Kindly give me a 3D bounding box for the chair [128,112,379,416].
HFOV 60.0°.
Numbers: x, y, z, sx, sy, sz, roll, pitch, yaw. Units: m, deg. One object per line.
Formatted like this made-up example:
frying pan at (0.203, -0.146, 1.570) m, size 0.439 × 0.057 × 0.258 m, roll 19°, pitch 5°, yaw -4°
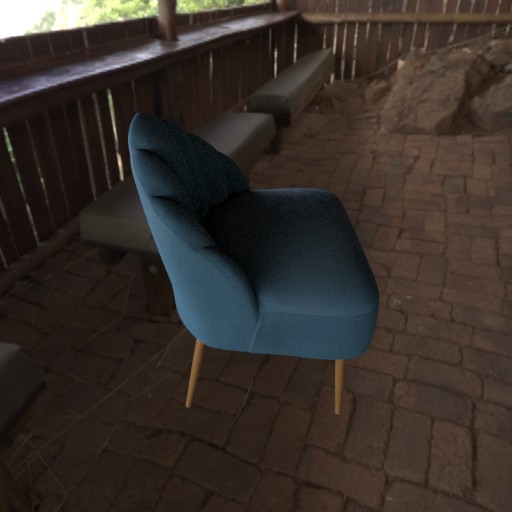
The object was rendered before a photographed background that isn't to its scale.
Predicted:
chair at (0.000, 0.000, 1.293) m, size 0.599 × 0.819 × 0.657 m, roll -1°, pitch 34°, yaw -2°
